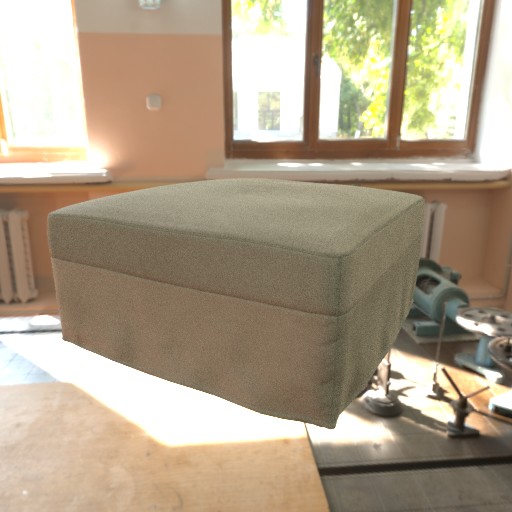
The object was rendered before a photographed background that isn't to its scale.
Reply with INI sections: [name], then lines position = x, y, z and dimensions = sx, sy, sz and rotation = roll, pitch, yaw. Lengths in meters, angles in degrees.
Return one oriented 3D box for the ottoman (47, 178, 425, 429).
[ottoman]
position = 0.000, 0.000, 1.348
dimensions = 0.842, 0.441, 0.843
rotation = 9, 18, 28
